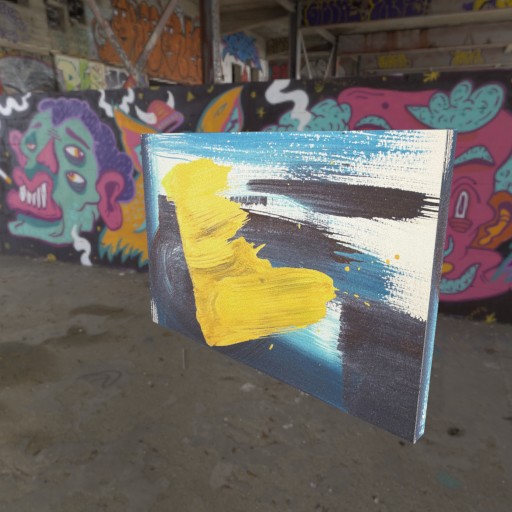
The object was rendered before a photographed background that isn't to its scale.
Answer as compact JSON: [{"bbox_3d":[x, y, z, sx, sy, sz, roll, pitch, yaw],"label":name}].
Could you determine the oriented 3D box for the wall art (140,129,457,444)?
[{"bbox_3d":[0.000,0.000,0.754,0.609,0.406,0.033,13,20,41],"label":"wall art"}]
